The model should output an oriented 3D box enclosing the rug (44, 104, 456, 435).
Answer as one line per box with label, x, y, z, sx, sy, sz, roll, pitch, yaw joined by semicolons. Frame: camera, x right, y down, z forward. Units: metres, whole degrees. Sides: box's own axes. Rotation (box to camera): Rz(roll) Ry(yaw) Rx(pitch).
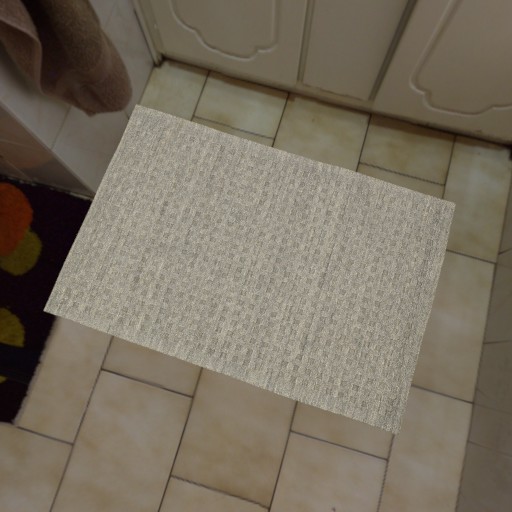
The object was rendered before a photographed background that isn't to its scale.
rug;0.000;0.000;2.859;2.297;0.018;1.532;18;77;4
